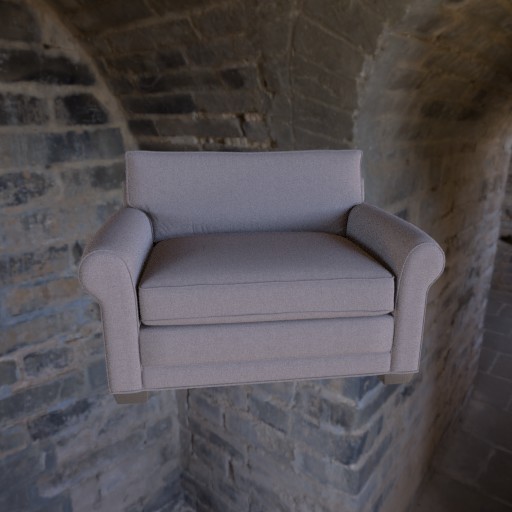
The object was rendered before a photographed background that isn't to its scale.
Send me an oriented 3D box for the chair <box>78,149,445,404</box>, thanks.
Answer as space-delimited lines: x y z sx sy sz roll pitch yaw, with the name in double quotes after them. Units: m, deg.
0.000 0.000 2.051 1.390 0.930 0.930 -2 16 -7 "chair"
